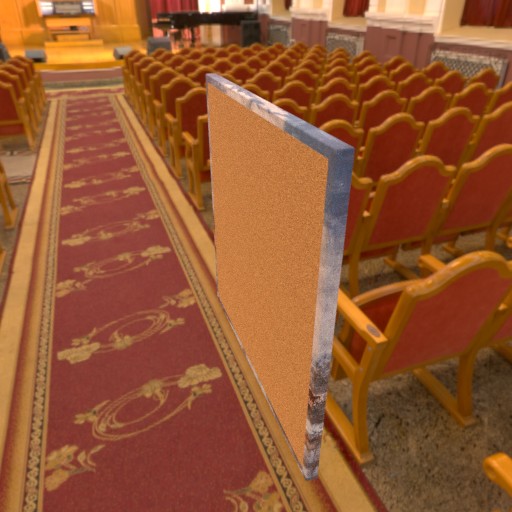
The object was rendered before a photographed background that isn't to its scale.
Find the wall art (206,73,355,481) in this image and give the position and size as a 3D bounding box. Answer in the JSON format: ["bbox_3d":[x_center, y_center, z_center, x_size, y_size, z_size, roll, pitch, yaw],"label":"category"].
[{"bbox_3d":[0.000,0.000,1.497,0.040,1.020,1.010,-10,32,-17],"label":"wall art"}]
